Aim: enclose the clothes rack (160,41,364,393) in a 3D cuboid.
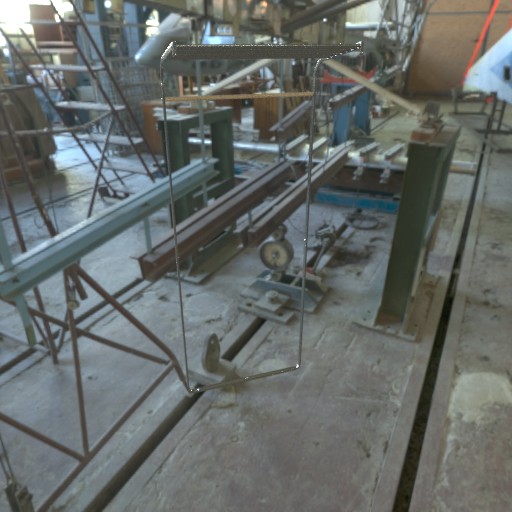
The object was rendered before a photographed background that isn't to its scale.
[{"bbox_3d":[0.000,0.000,1.805,0.609,1.574,0.349,-8,27,-16],"label":"clothes rack"}]
